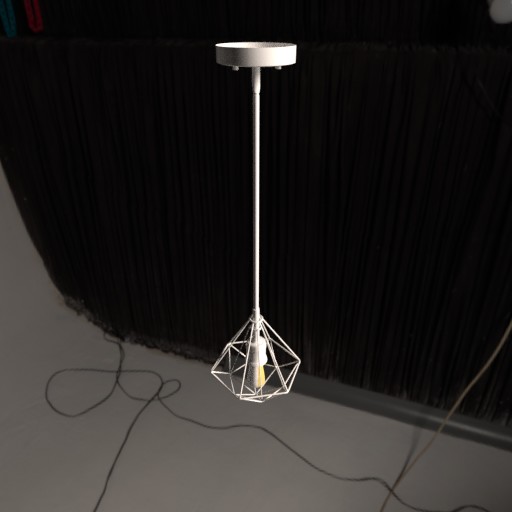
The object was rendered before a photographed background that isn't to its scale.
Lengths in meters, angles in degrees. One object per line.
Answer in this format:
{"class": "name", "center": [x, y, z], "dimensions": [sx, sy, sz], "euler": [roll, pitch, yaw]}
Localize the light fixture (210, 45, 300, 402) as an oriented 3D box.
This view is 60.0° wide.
{"class": "light fixture", "center": [0.000, 0.000, 2.048], "dimensions": [0.431, 1.764, 0.487], "euler": [10, 30, 17]}
